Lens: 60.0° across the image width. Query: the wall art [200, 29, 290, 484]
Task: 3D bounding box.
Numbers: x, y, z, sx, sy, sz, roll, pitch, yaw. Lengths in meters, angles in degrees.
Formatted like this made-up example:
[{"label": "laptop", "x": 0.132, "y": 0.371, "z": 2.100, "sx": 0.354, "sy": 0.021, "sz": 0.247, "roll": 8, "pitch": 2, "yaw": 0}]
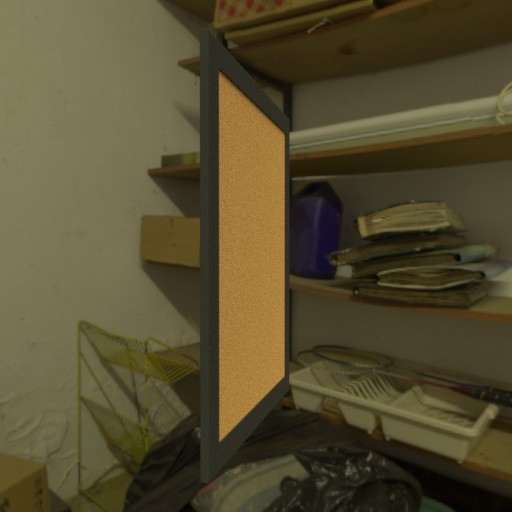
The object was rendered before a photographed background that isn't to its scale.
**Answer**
[{"label": "wall art", "x": 0.000, "y": 0.000, "z": 0.693, "sx": 0.012, "sy": 0.529, "sz": 0.374, "roll": 0, "pitch": 1, "yaw": 19}]
